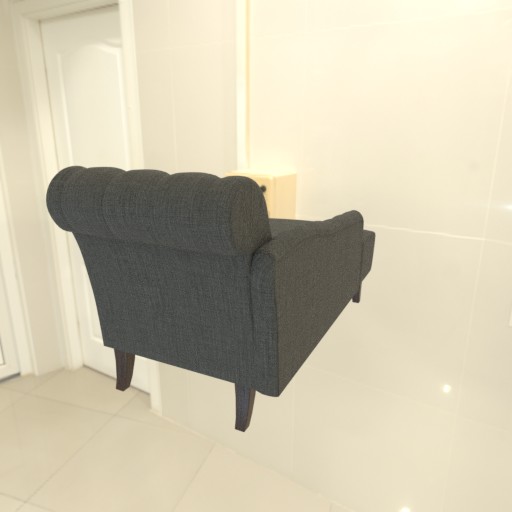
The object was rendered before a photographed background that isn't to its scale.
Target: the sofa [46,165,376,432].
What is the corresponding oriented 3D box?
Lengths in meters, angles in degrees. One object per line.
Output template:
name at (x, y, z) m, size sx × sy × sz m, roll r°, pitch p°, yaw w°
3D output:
sofa at (0.000, 0.000, 1.760) m, size 0.675 × 0.787 × 1.379 m, roll 8°, pitch 19°, yaw 25°
